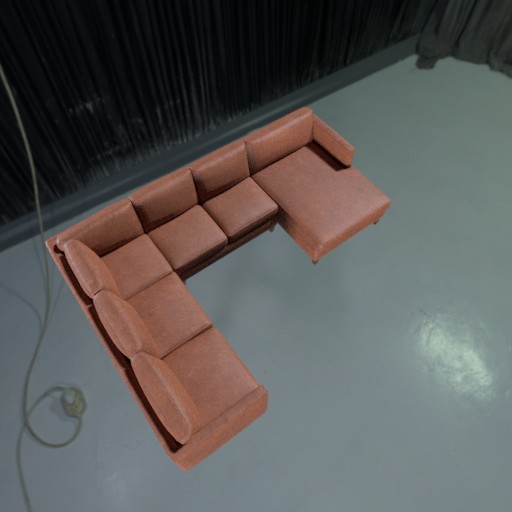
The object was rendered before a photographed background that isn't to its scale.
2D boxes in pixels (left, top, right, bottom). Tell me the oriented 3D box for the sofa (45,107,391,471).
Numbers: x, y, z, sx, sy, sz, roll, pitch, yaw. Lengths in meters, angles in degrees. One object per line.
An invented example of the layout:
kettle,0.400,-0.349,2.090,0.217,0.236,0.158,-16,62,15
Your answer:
sofa,0.000,0.000,4.677,3.460,0.923,2.593,-32,63,-19
